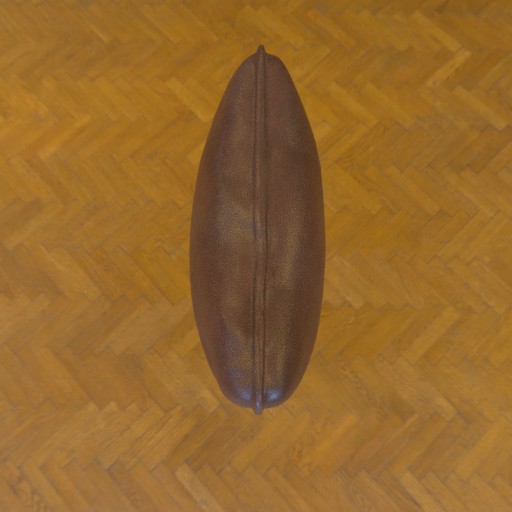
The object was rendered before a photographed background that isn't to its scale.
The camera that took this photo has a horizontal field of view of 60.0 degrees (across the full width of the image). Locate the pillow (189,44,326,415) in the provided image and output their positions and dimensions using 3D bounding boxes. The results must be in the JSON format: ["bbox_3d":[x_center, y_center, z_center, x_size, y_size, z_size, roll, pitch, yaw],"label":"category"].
[{"bbox_3d":[0.000,0.000,0.825,0.236,0.523,0.532,0,76,0],"label":"pillow"}]
